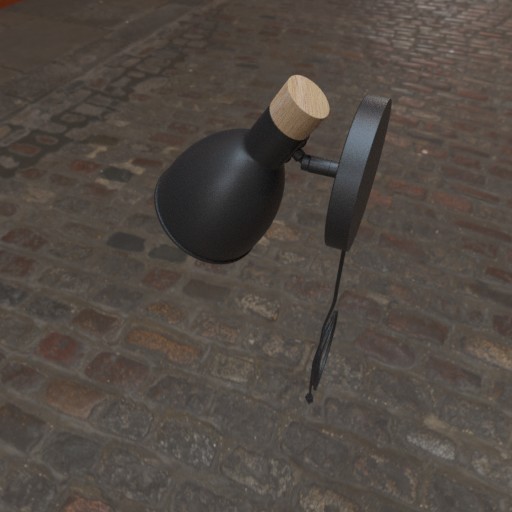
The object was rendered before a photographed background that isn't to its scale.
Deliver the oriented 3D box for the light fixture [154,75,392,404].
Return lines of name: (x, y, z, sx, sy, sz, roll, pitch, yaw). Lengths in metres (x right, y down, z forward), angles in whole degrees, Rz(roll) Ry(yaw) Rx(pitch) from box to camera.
light fixture: (0.000, 0.000, 0.483, 0.203, 0.401, 0.127, 16, 47, 16)
